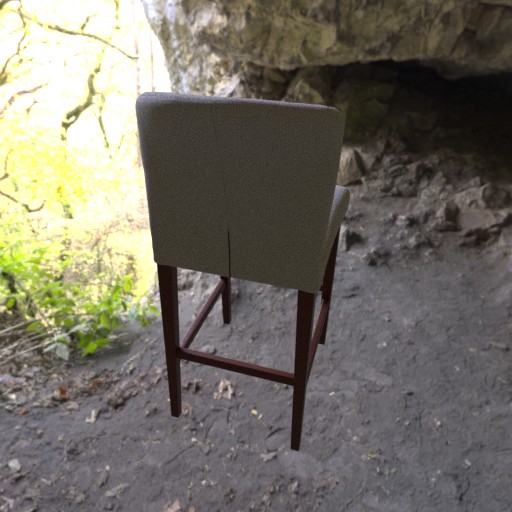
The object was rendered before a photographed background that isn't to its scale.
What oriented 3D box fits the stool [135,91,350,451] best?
[{"bbox_3d":[0.000,0.000,1.357,0.481,1.069,0.568,10,35,14],"label":"stool"}]
